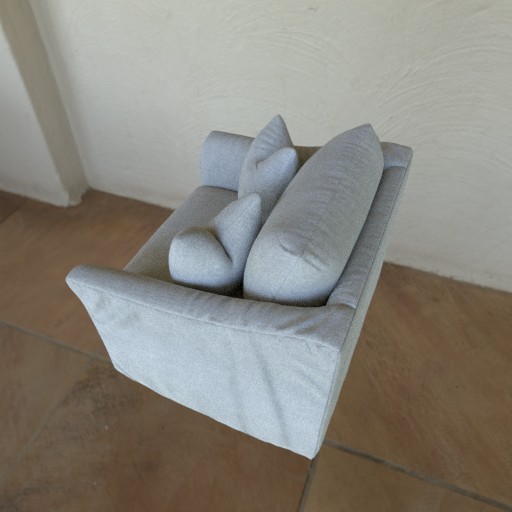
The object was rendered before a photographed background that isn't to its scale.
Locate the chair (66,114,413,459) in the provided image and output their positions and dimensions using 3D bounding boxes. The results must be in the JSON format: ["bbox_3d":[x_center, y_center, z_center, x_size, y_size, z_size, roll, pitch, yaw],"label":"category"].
[{"bbox_3d":[0.000,0.000,2.029,1.071,1.059,1.194,18,48,17],"label":"chair"}]
